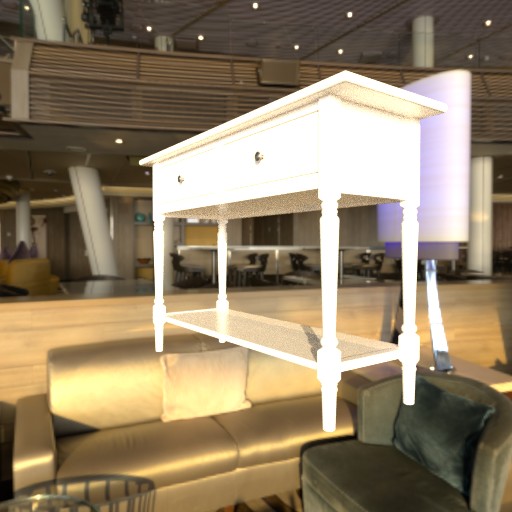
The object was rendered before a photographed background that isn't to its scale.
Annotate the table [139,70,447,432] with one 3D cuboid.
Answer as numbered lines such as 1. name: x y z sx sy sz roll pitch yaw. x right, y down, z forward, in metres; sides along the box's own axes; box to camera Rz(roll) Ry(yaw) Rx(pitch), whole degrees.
1. table: 0.000 0.000 1.542 0.386 0.814 1.191 -1 1 -36
